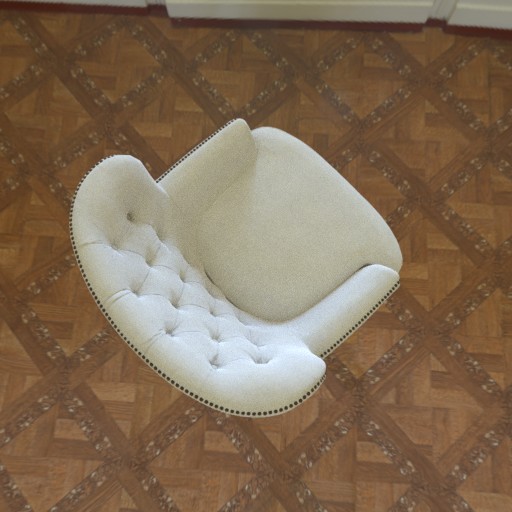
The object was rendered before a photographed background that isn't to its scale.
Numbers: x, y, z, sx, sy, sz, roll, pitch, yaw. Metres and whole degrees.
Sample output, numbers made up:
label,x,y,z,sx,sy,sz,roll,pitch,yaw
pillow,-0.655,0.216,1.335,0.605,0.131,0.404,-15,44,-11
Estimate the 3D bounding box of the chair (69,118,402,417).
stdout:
label,x,y,z,sx,sy,sz,roll,pitch,yaw
chair,0.000,0.000,1.557,0.906,0.868,0.848,-41,79,-10
